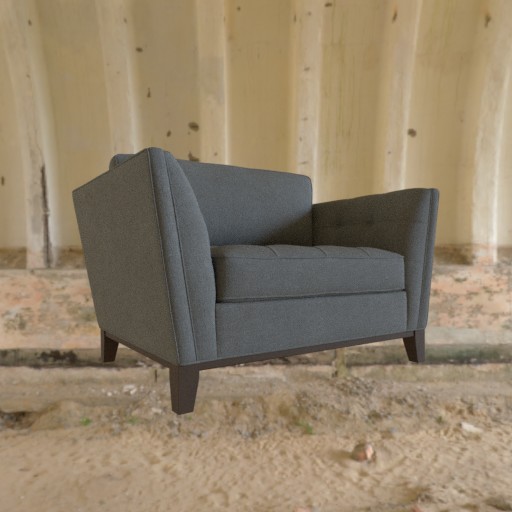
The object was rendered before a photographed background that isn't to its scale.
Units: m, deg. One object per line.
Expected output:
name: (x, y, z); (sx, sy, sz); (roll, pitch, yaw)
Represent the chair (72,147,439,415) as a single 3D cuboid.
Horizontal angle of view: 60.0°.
chair: (0.000, 0.000, 2.028); (1.396, 0.942, 0.965); (0, 0, -34)
